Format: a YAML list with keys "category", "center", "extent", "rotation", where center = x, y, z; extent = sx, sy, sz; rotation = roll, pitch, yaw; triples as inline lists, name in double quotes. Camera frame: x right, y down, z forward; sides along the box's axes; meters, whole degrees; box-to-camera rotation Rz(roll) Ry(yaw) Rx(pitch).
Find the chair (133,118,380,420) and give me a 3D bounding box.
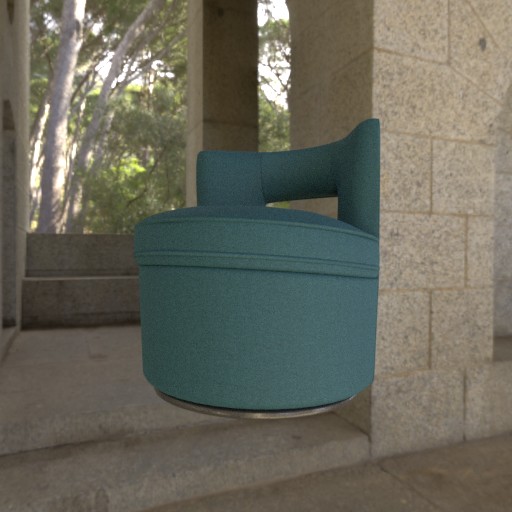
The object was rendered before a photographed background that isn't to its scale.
- category: "chair"
  center: [0.000, 0.000, 1.243]
  extent: [0.684, 0.711, 0.660]
  rotation: [1, 1, 38]
